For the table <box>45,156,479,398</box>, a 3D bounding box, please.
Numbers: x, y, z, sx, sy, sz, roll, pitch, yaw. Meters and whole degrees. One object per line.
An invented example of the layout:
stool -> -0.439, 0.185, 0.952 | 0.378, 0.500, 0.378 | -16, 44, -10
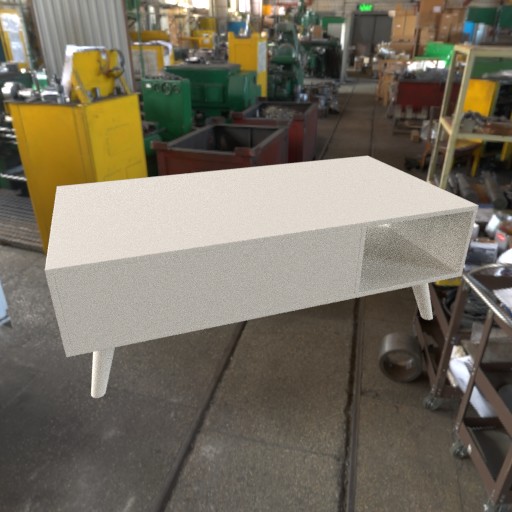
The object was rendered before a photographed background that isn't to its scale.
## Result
table -> 0.000, 0.000, 1.500 | 1.194, 0.432, 0.609 | -9, 29, -17
